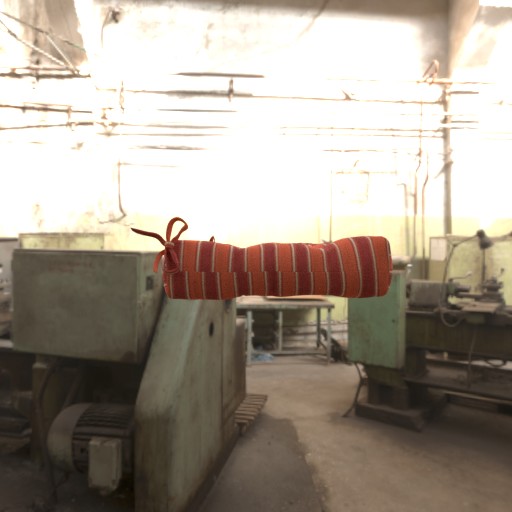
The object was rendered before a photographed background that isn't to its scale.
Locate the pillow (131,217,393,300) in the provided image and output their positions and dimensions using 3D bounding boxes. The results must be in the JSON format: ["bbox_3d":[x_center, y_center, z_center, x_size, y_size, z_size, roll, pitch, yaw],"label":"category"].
[{"bbox_3d":[0.000,0.000,1.395,0.511,0.174,1.194,0,1,-1],"label":"pillow"}]
